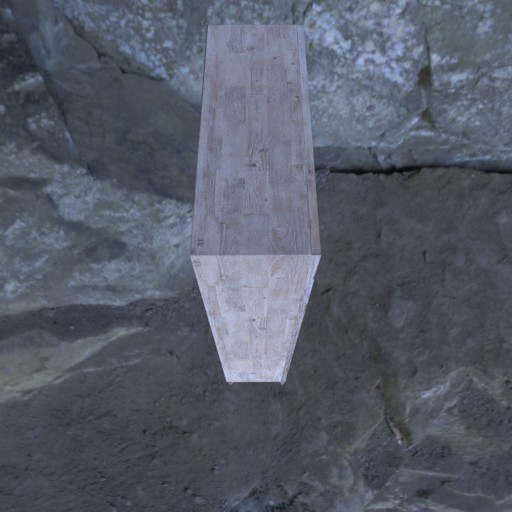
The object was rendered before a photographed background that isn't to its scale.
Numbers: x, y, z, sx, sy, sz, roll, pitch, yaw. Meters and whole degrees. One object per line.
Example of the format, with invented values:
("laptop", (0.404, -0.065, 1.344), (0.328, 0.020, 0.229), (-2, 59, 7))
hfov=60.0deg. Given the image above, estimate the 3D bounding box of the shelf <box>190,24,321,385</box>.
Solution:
("shelf", (0.000, 0.000, 1.763), (0.308, 1.471, 0.748), (0, 63, 0))
